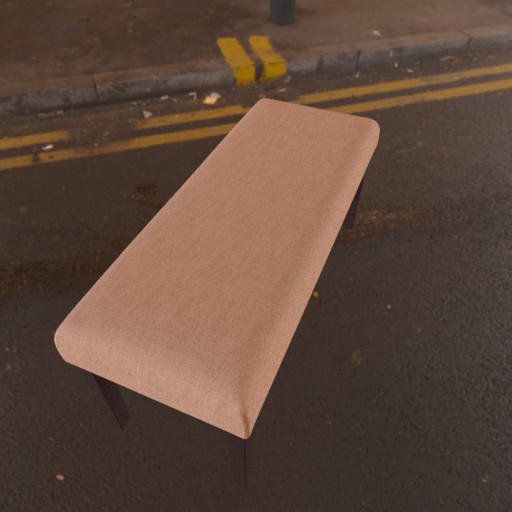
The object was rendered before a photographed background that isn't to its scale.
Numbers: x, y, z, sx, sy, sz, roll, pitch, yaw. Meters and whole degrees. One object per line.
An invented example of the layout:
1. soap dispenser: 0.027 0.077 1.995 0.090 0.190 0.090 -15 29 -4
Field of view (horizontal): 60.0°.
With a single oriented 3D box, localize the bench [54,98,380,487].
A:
1. bench: 0.000 0.000 1.221 0.407 0.456 1.013 17 48 16
